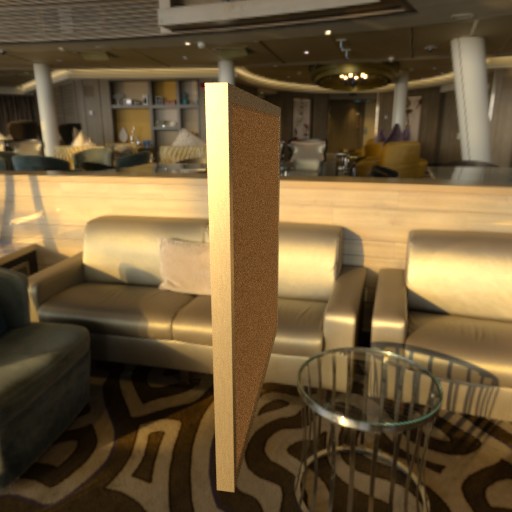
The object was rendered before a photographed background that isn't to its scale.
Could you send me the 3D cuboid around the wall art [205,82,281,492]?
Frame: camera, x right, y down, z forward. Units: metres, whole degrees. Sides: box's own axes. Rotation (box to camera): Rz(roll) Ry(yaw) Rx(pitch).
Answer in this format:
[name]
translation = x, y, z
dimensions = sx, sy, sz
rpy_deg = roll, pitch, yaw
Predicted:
[wall art]
translation = 0.000, 0.000, 1.148
dimensions = 0.036, 0.765, 0.767
rpy_deg = 2, 16, 9
